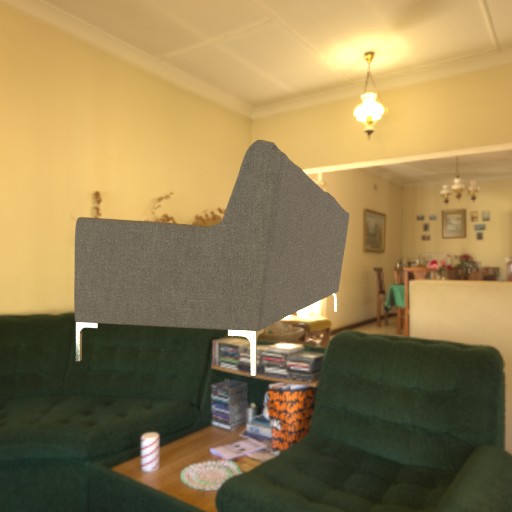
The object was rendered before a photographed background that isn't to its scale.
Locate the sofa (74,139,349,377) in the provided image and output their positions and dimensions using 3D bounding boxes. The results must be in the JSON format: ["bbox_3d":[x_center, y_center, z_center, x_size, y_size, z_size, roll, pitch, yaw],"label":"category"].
[{"bbox_3d":[0.000,0.000,2.554,0.849,0.837,2.060,0,-1,18],"label":"sofa"}]
